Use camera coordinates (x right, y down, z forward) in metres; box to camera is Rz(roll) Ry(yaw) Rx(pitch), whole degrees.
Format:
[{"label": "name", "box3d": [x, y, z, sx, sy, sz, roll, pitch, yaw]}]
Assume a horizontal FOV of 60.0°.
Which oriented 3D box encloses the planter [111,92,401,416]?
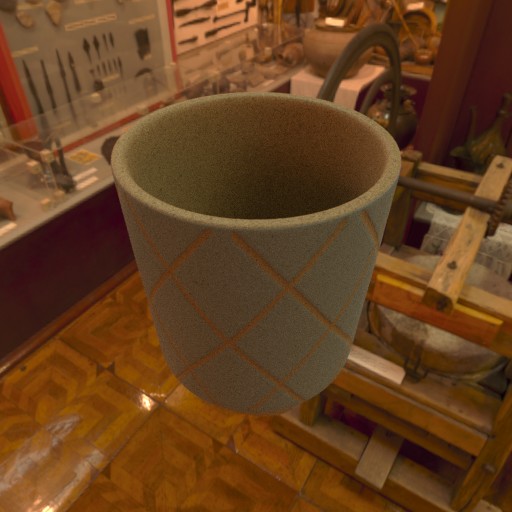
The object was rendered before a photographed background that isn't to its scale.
[{"label": "planter", "box3d": [0.000, 0.000, 0.362, 0.191, 0.200, 0.191, 0, 40, 0]}]
